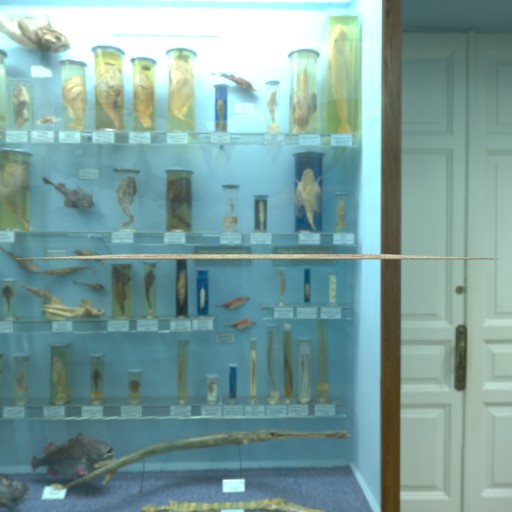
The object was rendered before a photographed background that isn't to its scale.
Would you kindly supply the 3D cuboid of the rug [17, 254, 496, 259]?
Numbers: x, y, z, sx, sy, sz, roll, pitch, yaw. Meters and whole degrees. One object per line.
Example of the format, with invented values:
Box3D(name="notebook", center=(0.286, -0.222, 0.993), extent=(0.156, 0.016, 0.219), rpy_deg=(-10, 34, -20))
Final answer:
Box3D(name="rug", center=(0.000, 0.000, 4.052), extent=(3.143, 0.008, 2.451), rpy_deg=(0, 1, 0))
